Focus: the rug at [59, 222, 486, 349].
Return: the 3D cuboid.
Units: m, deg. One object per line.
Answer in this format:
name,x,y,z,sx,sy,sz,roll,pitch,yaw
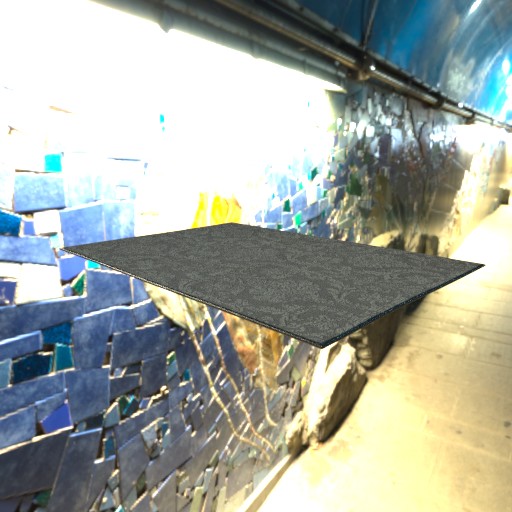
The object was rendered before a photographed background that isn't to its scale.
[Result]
rug,0.000,0.000,2.790,2.206,0.014,1.578,13,19,43
